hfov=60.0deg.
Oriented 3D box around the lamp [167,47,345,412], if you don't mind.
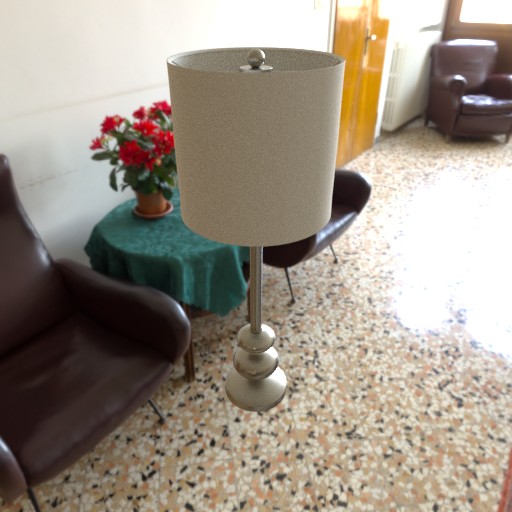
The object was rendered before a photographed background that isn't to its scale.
[{"bbox_3d":[0.000,0.000,0.809,0.254,0.690,0.254,0,32,0],"label":"lamp"}]
